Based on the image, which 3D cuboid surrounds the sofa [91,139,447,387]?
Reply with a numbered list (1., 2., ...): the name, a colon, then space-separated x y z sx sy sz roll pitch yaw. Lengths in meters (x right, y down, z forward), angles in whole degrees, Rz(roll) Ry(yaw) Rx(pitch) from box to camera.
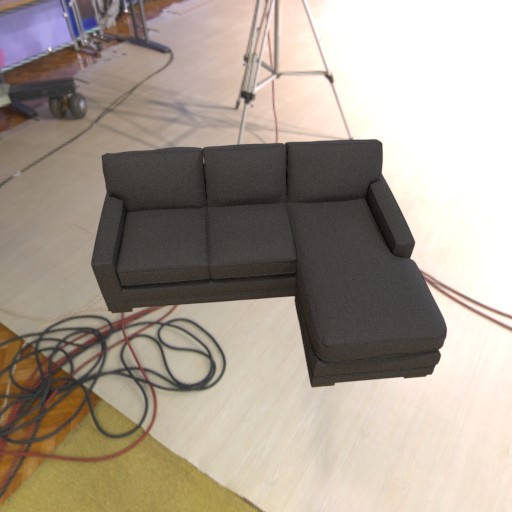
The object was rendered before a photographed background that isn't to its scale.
1. sofa: 0.000 0.000 3.343 2.370 0.973 1.790 -4 46 -4
